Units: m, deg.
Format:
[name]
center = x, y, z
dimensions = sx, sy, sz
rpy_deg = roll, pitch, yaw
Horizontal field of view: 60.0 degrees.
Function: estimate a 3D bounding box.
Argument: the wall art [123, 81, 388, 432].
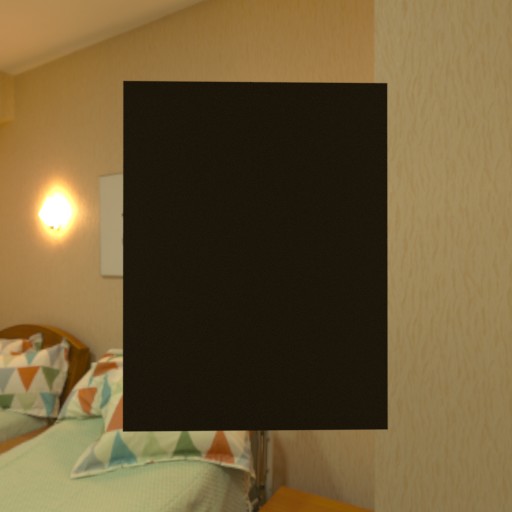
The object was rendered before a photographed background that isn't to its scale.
[wall art]
center = 0.000, 0.000, 1.369
dimensions = 0.806, 1.062, 0.038
rpy_deg = 0, 0, -1
